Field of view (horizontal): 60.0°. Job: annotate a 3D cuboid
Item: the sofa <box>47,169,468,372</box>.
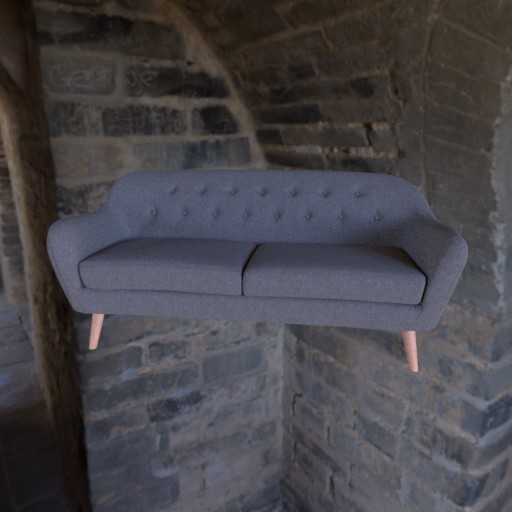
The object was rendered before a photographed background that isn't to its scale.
[{"bbox_3d":[0.000,0.000,2.269,1.840,0.820,0.820,2,15,8],"label":"sofa"}]
